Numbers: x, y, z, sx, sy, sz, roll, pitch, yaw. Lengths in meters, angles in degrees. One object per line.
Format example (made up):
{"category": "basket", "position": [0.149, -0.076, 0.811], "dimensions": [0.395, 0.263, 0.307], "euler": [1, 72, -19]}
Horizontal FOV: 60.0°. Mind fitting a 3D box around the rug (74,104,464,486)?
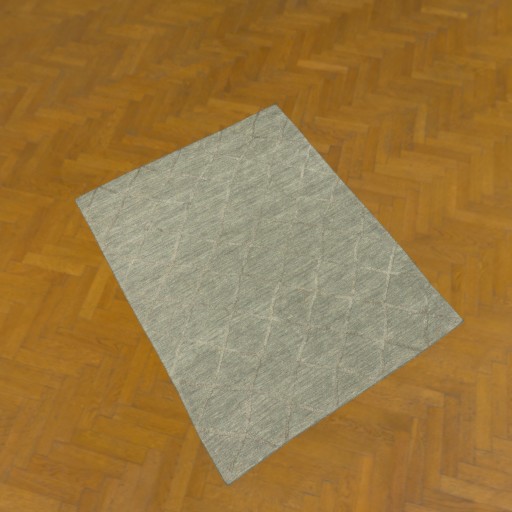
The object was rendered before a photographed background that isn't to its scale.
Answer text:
{"category": "rug", "position": [0.000, 0.000, 4.168], "dimensions": [2.438, 0.013, 3.048], "euler": [-29, 67, -14]}
